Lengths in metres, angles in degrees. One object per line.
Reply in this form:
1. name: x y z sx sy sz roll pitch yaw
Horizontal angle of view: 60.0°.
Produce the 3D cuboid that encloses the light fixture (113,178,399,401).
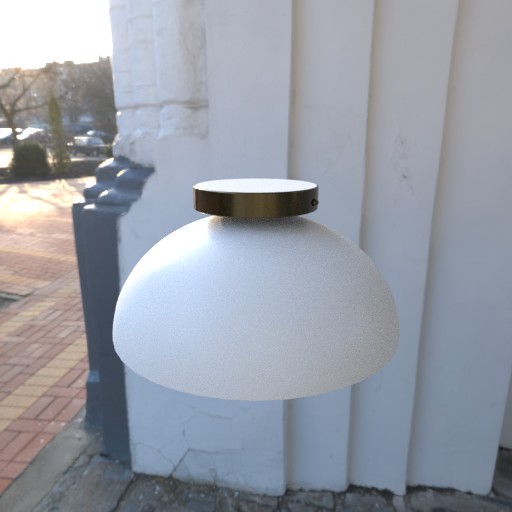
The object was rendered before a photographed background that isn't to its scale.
1. light fixture: 0.000 0.000 0.552 0.355 0.177 0.355 0 16 0
